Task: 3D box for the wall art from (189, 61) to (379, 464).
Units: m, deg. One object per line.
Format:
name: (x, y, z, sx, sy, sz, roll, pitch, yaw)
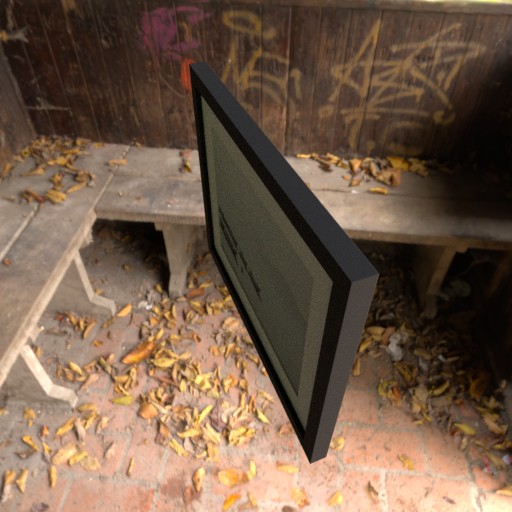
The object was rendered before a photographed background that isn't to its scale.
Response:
wall art: (0.000, 0.000, 0.763, 0.030, 0.454, 0.554, -16, 47, -15)
